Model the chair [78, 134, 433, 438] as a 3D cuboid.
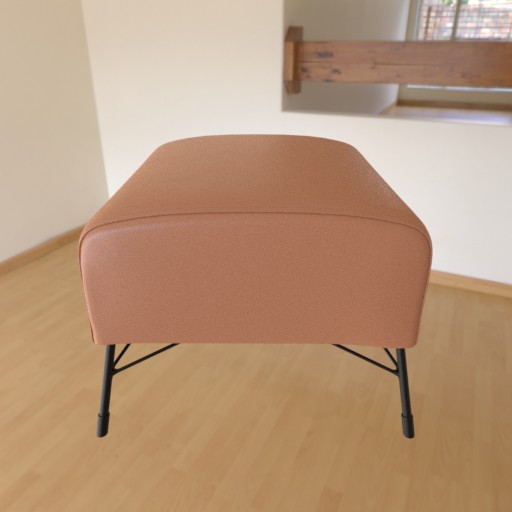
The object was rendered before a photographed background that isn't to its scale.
[{"bbox_3d":[0.000,0.000,0.879,0.530,0.410,0.530,0,26,0],"label":"chair"}]
